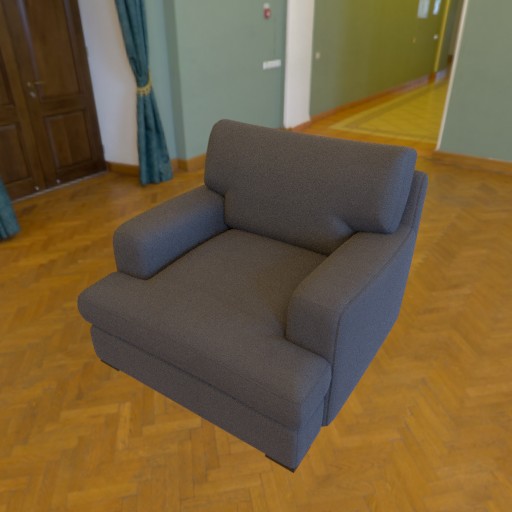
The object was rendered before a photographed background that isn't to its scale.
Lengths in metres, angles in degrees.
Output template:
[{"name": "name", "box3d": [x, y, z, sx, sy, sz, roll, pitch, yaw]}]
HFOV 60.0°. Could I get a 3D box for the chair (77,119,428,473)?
[{"name": "chair", "box3d": [0.000, 0.000, 1.957, 1.168, 0.940, 1.143, 18, 34, 29]}]
